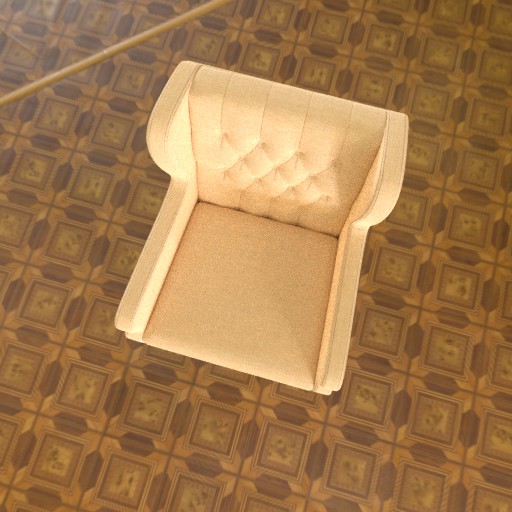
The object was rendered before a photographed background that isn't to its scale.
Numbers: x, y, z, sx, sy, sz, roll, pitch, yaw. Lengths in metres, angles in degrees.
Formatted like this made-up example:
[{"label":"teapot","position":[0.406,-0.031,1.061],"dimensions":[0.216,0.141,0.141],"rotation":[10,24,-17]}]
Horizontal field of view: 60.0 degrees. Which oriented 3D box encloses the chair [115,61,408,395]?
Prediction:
[{"label":"chair","position":[0.000,0.000,1.501],"dimensions":[0.710,0.930,0.760],"rotation":[15,77,4]}]
